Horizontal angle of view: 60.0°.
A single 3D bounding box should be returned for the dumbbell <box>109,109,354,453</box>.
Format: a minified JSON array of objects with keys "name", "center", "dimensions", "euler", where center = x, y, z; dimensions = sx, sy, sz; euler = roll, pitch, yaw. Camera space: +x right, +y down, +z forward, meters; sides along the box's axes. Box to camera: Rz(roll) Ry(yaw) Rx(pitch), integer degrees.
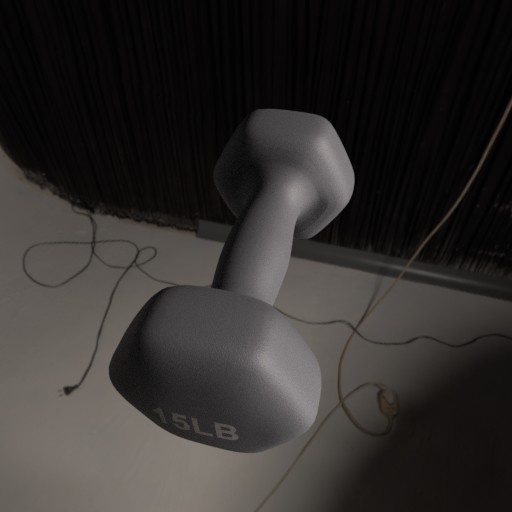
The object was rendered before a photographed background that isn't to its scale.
[{"name":"dumbbell","center":[0.000,0.000,0.301],"dimensions":[0.116,0.105,0.240],"euler":[11,47,10]}]
